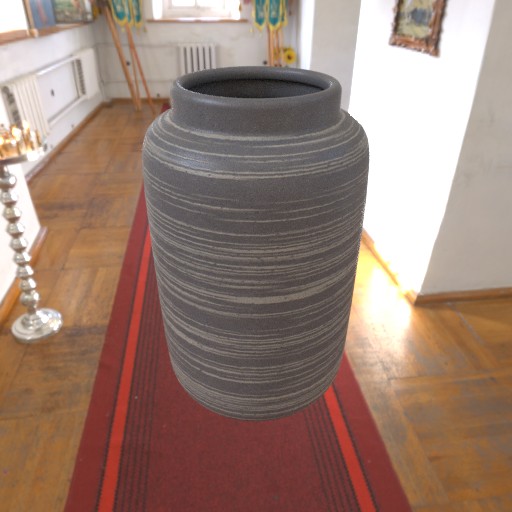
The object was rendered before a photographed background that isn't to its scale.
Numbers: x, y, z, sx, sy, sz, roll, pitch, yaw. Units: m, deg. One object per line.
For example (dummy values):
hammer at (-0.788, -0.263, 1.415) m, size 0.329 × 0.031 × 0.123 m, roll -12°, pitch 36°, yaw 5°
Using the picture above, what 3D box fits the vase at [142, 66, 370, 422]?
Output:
vase at (0.000, 0.000, 0.663) m, size 0.297 × 0.499 × 0.297 m, roll 0°, pitch 32°, yaw 0°
